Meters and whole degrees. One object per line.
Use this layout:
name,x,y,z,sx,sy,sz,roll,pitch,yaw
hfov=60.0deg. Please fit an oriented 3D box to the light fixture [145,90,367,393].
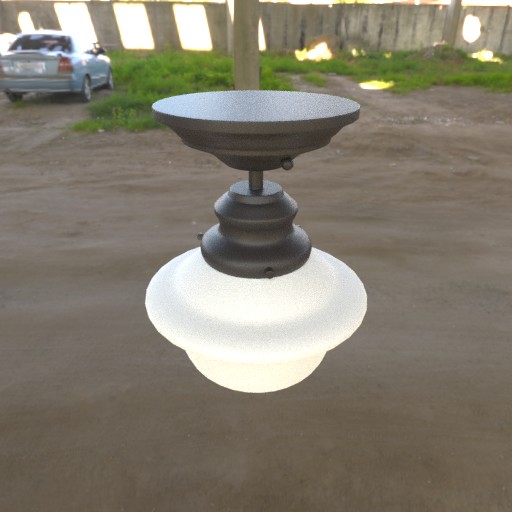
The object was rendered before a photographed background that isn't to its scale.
light fixture,0.000,0.000,0.385,0.197,0.254,0.197,0,27,0
